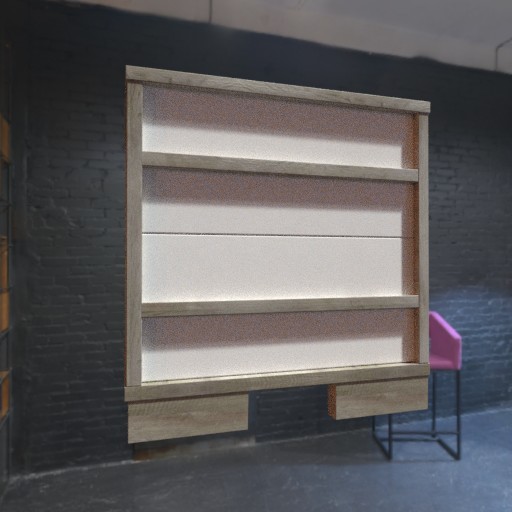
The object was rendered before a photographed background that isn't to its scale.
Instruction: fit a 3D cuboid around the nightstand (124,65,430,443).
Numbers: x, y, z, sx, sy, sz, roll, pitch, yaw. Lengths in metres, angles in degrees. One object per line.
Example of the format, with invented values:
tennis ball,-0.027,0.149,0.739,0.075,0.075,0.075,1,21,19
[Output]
nightstand,0.000,0.000,0.749,0.427,0.448,0.347,0,-1,-17
